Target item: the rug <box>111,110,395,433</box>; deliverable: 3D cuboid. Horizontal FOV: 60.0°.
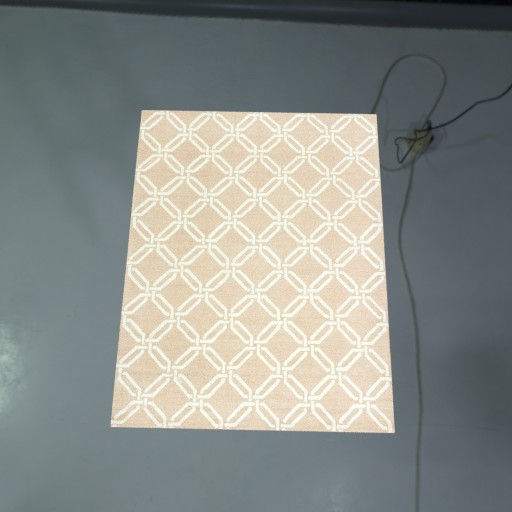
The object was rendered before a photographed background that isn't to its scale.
[{"bbox_3d":[0.000,0.000,3.938,2.288,0.018,2.895,1,75,0],"label":"rug"}]
